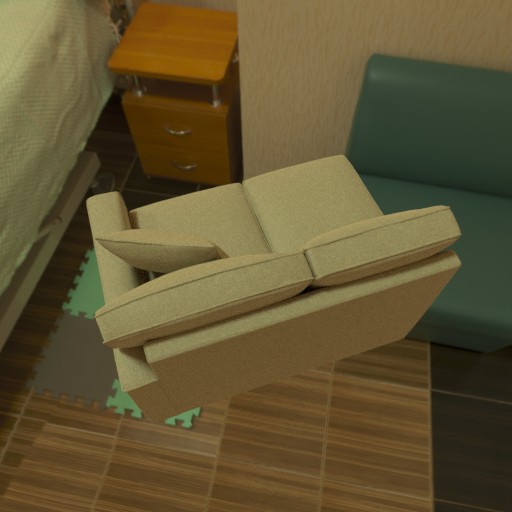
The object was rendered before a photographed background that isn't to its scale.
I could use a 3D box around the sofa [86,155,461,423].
[{"bbox_3d":[0.000,0.000,2.105,1.388,0.989,0.991,-16,59,-10],"label":"sofa"}]
